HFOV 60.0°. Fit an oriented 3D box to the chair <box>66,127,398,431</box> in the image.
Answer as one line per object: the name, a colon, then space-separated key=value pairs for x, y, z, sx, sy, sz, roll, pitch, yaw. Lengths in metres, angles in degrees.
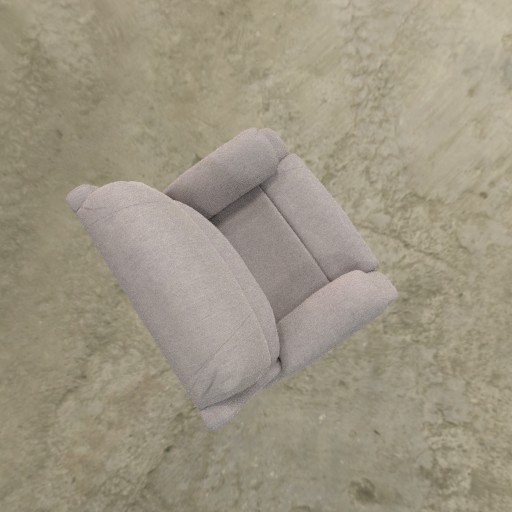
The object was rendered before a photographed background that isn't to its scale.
chair: x=0.000 y=0.000 z=1.771 sx=0.899 sy=1.011 sz=0.930 roll=-34 pitch=79 yaw=-7
